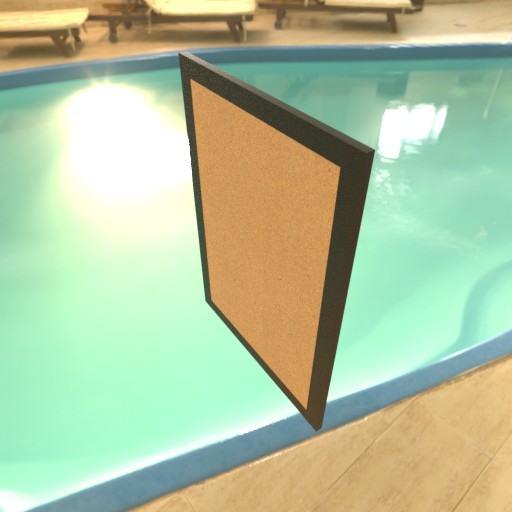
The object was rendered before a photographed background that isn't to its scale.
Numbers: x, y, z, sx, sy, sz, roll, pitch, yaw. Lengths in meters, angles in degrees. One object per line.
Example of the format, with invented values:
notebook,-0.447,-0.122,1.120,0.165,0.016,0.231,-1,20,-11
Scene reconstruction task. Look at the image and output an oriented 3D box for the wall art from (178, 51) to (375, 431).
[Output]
wall art,0.000,0.000,0.716,0.013,0.534,0.381,-25,47,-26
